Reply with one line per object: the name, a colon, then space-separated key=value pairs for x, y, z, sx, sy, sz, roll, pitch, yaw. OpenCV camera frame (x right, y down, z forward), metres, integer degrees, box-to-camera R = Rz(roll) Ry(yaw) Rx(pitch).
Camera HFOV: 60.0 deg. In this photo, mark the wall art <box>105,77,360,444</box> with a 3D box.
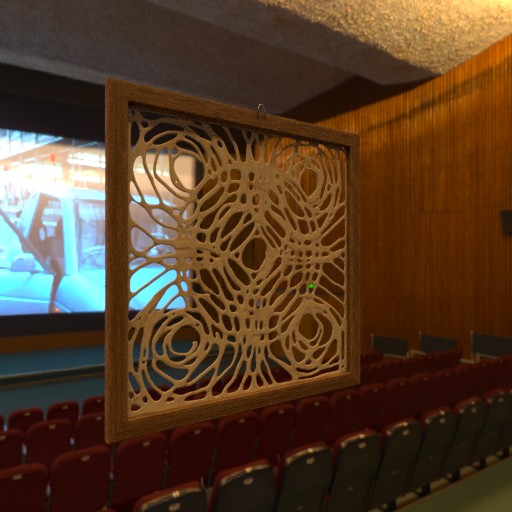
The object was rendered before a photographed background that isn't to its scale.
wall art: x=0.000 y=0.000 z=0.843 sx=0.561 sy=0.576 sz=0.021 roll=0 pitch=0 yaw=-35
